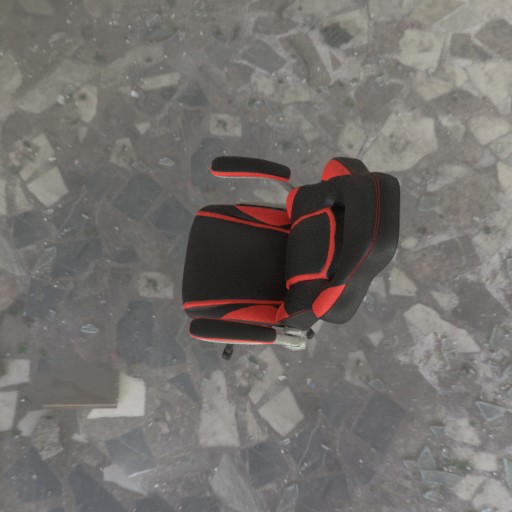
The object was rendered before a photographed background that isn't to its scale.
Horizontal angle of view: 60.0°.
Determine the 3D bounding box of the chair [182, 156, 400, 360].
[{"bbox_3d":[0.000,0.000,1.626,0.712,1.165,0.758,6,76,1],"label":"chair"}]
